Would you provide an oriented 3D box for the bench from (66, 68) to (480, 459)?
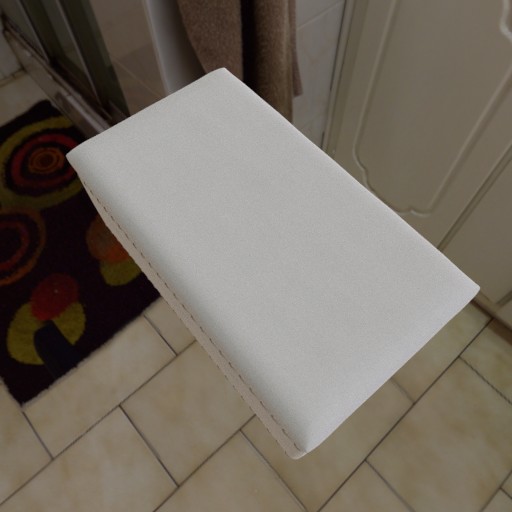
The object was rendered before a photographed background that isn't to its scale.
[{"bbox_3d":[0.000,0.000,1.184,0.500,0.449,0.887,-36,68,-17],"label":"bench"}]
